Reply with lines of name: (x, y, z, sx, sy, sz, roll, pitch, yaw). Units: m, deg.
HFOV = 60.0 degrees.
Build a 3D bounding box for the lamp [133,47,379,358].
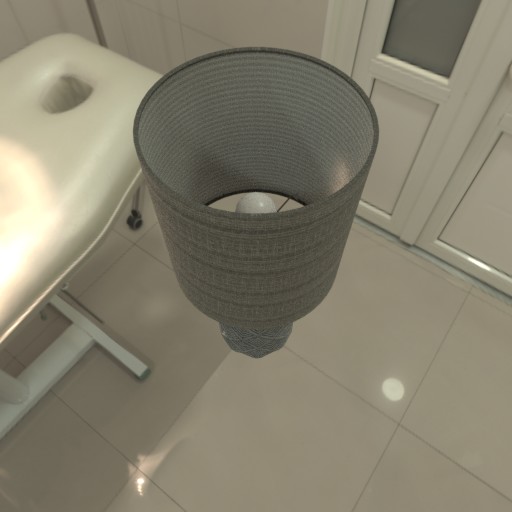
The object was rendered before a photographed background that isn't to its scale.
lamp: (0.000, 0.000, 0.728, 0.269, 0.566, 0.268, 32, 63, 18)
